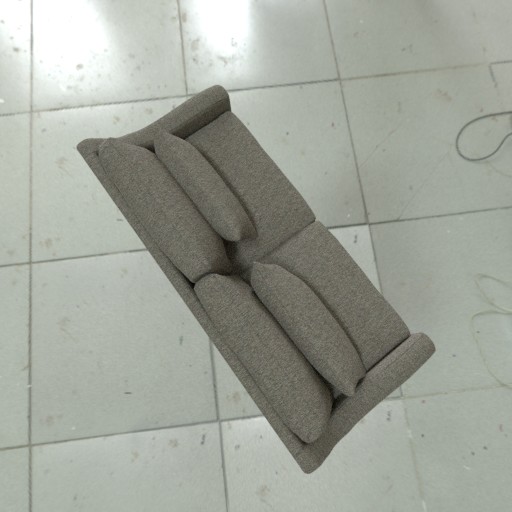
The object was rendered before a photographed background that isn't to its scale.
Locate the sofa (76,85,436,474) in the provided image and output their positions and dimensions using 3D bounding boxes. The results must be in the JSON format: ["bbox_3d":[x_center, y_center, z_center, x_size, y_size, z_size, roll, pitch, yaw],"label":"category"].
[{"bbox_3d":[0.000,0.000,2.986,1.103,0.998,2.418,-36,78,-8],"label":"sofa"}]
